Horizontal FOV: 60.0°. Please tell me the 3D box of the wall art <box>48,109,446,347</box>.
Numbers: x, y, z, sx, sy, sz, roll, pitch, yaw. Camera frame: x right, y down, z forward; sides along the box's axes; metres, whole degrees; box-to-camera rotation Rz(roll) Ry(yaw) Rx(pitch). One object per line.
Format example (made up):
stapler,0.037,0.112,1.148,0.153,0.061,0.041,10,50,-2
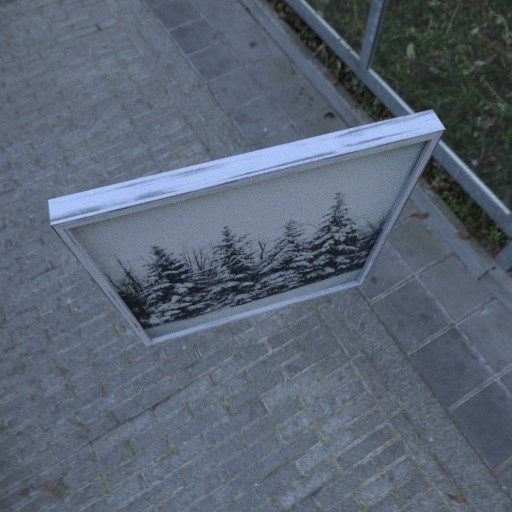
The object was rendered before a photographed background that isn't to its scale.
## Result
wall art,0.000,0.000,0.777,0.506,0.506,0.038,-15,64,-8
